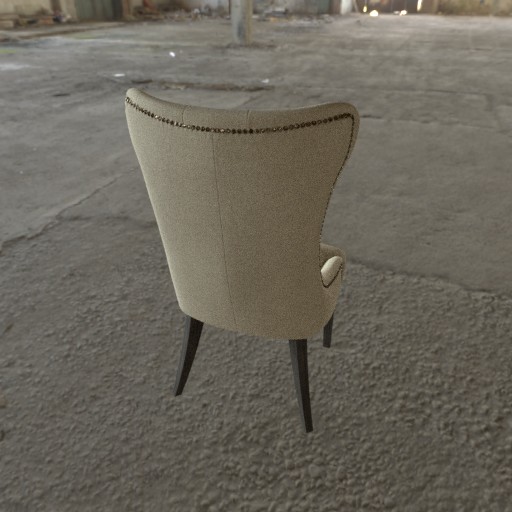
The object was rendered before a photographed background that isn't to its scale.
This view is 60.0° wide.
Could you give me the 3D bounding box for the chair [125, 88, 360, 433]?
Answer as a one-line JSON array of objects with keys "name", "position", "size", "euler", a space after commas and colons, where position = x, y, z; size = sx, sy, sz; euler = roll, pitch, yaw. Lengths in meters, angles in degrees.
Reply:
[{"name": "chair", "position": [0.000, 0.000, 1.430], "size": [0.584, 1.065, 0.590], "euler": [10, 32, 16]}]
